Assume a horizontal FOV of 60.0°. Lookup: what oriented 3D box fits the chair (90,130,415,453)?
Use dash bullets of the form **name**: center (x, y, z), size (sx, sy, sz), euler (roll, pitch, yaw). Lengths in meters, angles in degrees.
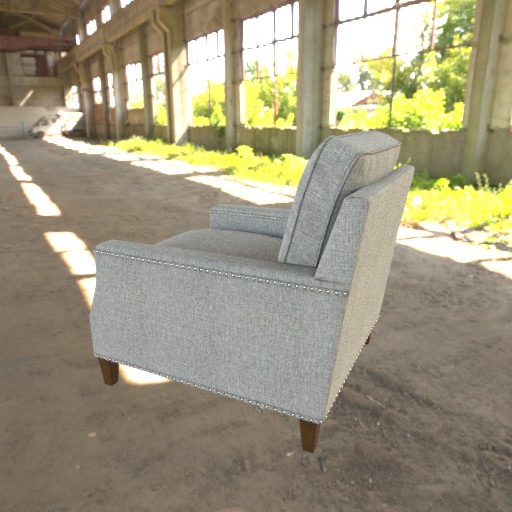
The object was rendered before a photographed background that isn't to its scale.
- **chair**: center (0.000, 0.000, 1.730), size (1.014, 0.943, 0.853), euler (8, 19, 25)
